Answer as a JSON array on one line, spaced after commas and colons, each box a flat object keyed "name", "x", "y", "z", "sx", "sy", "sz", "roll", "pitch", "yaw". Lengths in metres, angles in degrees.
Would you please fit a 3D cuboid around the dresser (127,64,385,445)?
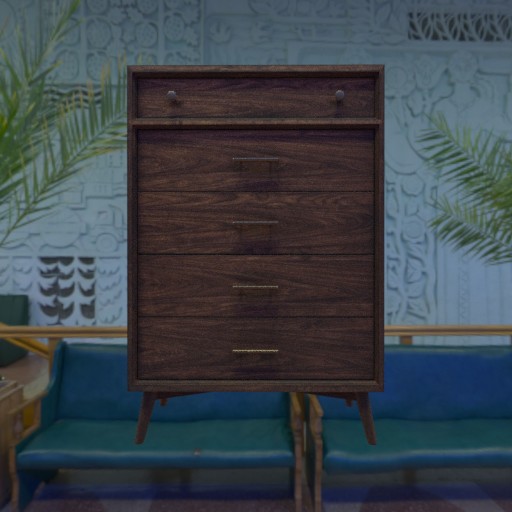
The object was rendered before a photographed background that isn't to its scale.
[{"name": "dresser", "x": 0.000, "y": 0.000, "z": 1.812, "sx": 0.919, "sy": 1.365, "sz": 0.498, "roll": 0, "pitch": 0, "yaw": 0}]
